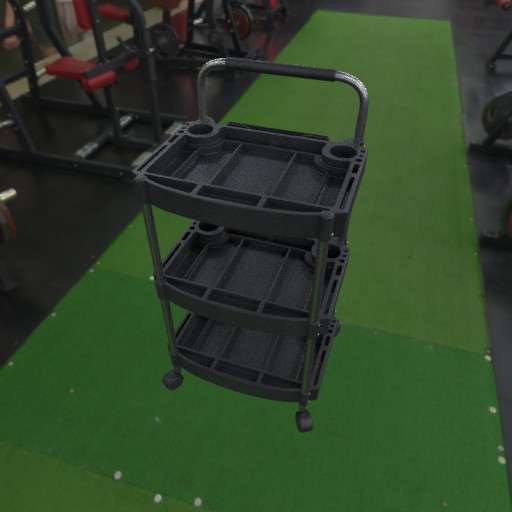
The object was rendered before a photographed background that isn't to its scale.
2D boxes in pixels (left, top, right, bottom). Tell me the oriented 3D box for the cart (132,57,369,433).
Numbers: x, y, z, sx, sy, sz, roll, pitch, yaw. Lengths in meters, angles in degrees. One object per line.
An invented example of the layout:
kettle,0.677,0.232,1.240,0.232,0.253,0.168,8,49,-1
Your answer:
cart,0.000,0.000,1.426,0.584,1.075,0.518,13,42,15
